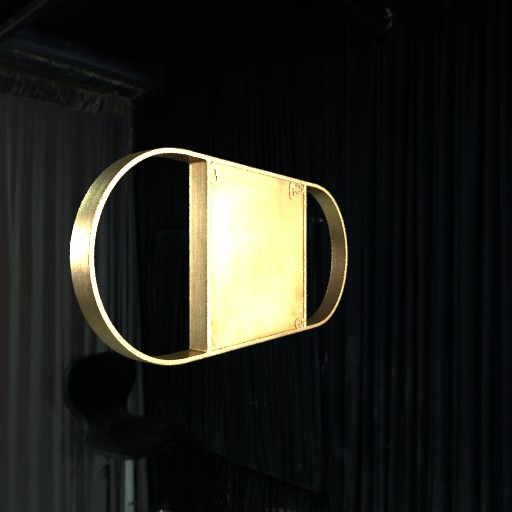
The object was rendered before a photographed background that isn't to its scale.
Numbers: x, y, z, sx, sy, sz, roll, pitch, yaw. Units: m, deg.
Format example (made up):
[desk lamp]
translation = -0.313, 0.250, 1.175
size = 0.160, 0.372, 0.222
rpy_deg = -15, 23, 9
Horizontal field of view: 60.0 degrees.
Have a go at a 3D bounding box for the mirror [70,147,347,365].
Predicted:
[mirror]
translation = 0.000, 0.000, 0.666
size = 0.032, 0.254, 0.584
rpy_deg = 0, 0, 36
